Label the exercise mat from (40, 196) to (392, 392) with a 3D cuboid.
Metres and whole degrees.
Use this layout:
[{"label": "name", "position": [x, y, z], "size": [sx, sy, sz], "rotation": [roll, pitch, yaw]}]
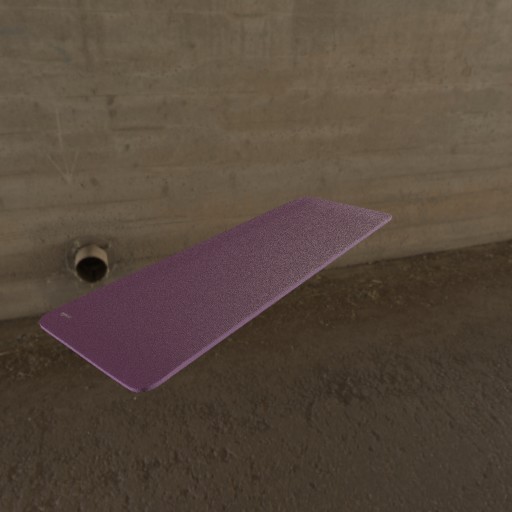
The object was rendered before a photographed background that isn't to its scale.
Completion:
[{"label": "exercise mat", "position": [0.000, 0.000, 2.108], "size": [0.616, 0.021, 1.869], "rotation": [19, 31, 34]}]
